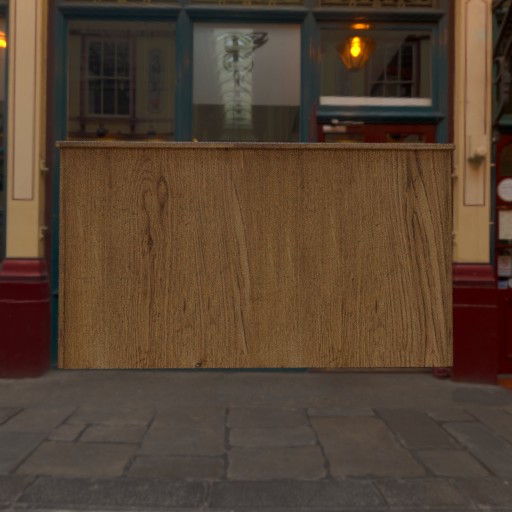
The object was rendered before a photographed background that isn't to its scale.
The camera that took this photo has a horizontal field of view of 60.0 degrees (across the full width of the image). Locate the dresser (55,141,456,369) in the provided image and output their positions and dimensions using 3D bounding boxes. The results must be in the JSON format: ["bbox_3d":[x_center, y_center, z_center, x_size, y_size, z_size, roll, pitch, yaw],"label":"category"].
[{"bbox_3d":[0.000,0.000,2.106,1.657,0.932,0.563,0,-1,-1],"label":"dresser"}]
